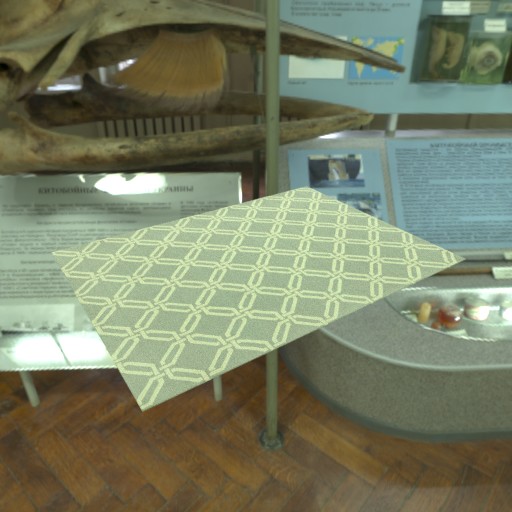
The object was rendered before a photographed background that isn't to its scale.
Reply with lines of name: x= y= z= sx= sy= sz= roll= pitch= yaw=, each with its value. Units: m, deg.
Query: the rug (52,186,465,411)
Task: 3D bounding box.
rug: x=0.000 y=0.000 z=4.437 sx=3.353 sy=0.013 sz=2.438 roll=-18 pitch=34 yaw=-29
